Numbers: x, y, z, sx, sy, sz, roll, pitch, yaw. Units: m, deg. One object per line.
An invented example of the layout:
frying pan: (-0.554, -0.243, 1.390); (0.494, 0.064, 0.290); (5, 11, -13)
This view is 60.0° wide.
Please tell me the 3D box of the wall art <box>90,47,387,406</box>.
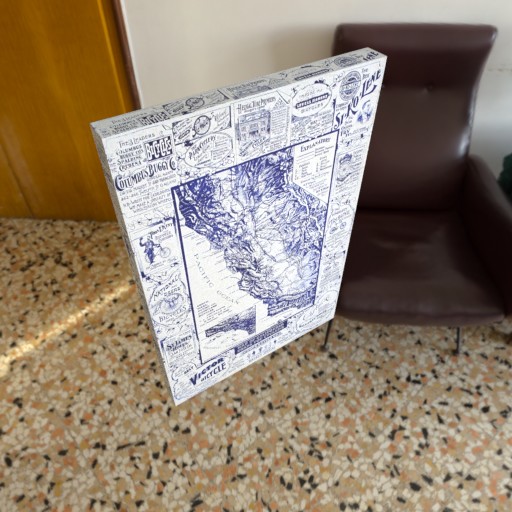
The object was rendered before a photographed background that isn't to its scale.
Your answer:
wall art: (0.000, 0.000, 0.763); (0.408, 0.601, 0.040); (-24, 50, -22)
